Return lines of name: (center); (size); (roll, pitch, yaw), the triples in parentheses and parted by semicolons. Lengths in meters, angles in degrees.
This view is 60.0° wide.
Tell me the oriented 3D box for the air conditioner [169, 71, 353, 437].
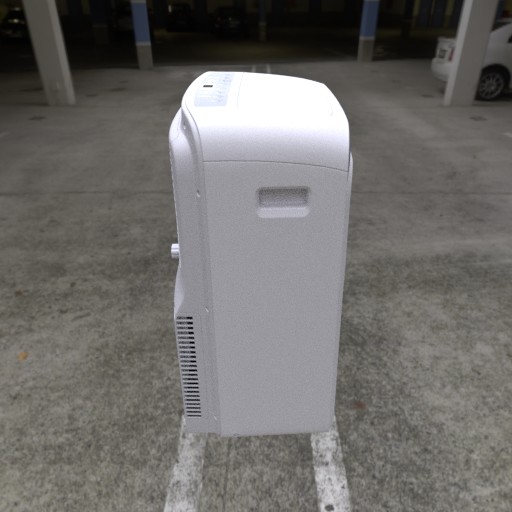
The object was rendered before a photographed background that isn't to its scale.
air conditioner: (0.000, 0.000, 0.962); (0.365, 0.700, 0.454); (0, 32, 0)
